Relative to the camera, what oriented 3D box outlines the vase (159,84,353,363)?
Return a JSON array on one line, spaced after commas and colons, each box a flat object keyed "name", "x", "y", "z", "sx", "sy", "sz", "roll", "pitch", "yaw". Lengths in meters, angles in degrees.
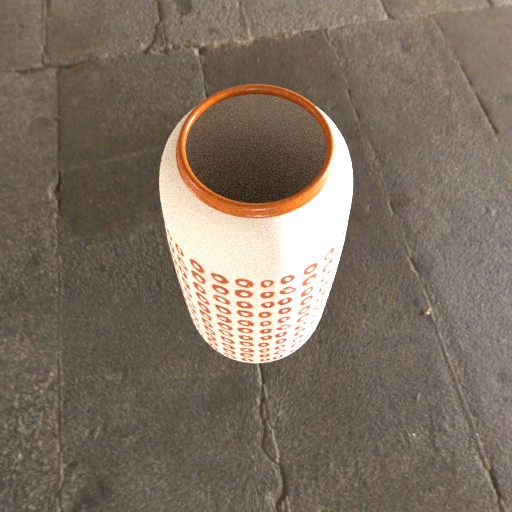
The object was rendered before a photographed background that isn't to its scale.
[{"name": "vase", "x": 0.000, "y": 0.000, "z": 0.358, "sx": 0.133, "sy": 0.282, "sz": 0.133, "roll": 0, "pitch": 65, "yaw": 0}]
